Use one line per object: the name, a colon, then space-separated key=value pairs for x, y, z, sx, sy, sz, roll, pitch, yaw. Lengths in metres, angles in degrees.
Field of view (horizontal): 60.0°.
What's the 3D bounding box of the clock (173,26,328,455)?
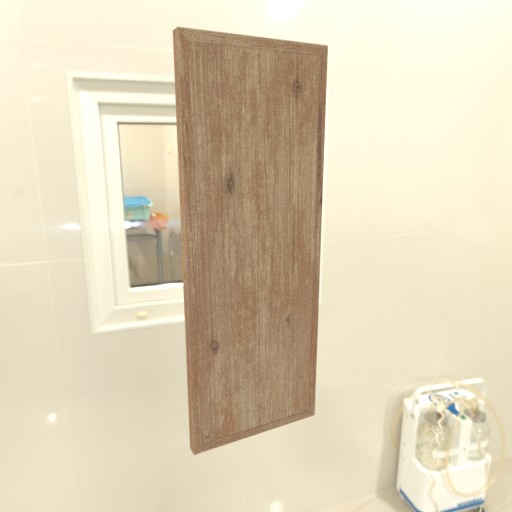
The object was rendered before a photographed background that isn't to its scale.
clock: x=0.000 y=0.000 z=1.069 sx=0.361 sy=0.965 sz=0.030 roll=-7 pitch=16 yaw=-27
